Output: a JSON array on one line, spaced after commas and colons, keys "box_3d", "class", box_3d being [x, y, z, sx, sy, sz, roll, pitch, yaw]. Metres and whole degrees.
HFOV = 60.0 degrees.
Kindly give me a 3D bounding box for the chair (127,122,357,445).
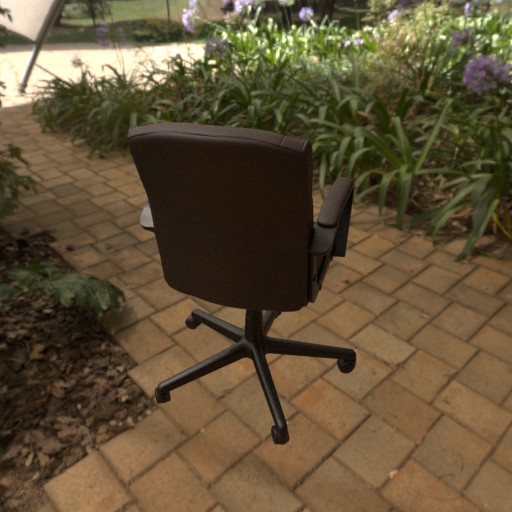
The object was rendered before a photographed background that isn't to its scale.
[{"box_3d": [0.000, 0.000, 1.483, 0.739, 1.004, 0.717, 9, 31, 16], "class": "chair"}]
